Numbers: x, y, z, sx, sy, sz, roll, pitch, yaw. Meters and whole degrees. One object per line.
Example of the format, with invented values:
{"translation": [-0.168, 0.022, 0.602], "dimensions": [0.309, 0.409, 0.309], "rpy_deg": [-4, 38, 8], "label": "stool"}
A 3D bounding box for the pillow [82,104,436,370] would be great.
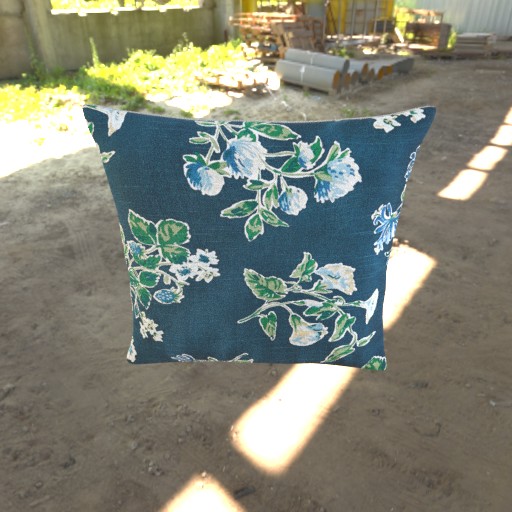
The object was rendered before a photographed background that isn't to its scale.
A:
{"translation": [0.000, 0.000, 0.775], "dimensions": [0.525, 0.508, 0.166], "rpy_deg": [1, 30, 2], "label": "pillow"}
